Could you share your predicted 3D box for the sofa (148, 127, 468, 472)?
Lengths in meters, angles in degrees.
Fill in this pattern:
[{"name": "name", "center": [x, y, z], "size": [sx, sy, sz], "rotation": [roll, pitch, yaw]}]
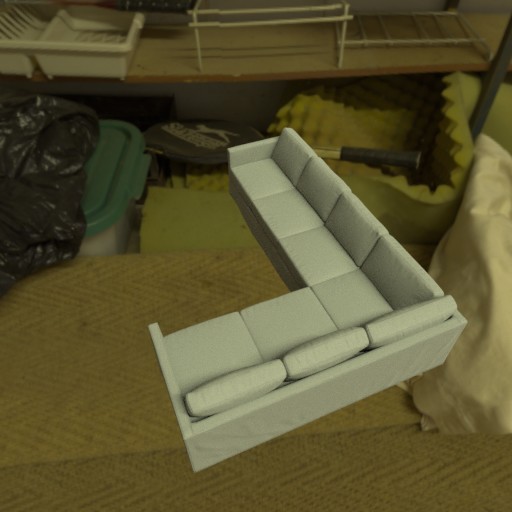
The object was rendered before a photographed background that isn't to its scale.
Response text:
[{"name": "sofa", "center": [0.000, 0.000, 4.459], "size": [2.432, 0.871, 3.182], "rotation": [-17, 49, -16]}]
